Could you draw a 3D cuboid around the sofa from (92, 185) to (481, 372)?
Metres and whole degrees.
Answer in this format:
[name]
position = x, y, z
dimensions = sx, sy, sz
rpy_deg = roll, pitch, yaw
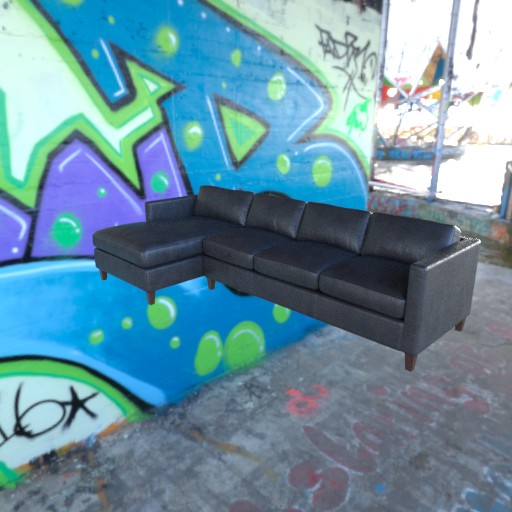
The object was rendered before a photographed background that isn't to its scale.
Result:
[sofa]
position = 0.000, 0.000, 3.949
dimensions = 1.581, 0.883, 3.203
rpy_deg = -16, 24, -42
